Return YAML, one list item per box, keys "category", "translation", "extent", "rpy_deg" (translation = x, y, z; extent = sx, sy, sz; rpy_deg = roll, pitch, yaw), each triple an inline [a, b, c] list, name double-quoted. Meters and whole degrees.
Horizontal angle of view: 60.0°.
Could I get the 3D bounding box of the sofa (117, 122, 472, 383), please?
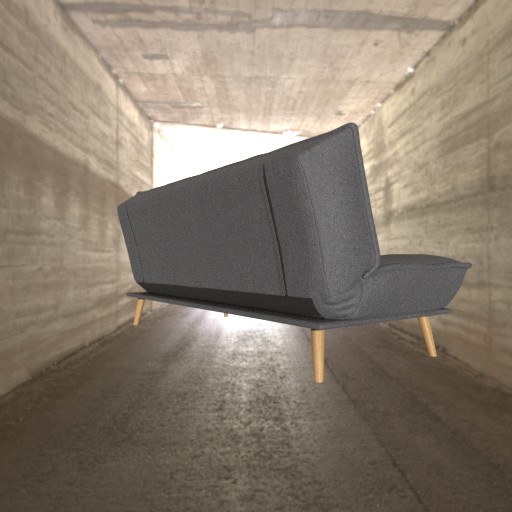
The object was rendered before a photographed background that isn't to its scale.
- category: "sofa"
  translation: [0.000, 0.000, 2.432]
  extent: [0.950, 0.890, 1.940]
  rpy_deg: [0, -1, -37]
